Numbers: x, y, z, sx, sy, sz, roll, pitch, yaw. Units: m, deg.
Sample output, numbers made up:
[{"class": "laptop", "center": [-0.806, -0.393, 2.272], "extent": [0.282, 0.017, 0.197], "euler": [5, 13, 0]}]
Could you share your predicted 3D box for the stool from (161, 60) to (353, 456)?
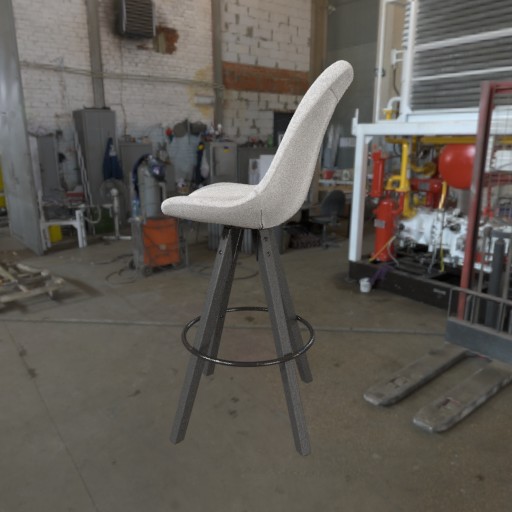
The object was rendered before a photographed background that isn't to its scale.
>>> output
[{"class": "stool", "center": [0.000, 0.000, 1.424], "extent": [0.550, 1.115, 0.485], "euler": [2, 15, 8]}]
